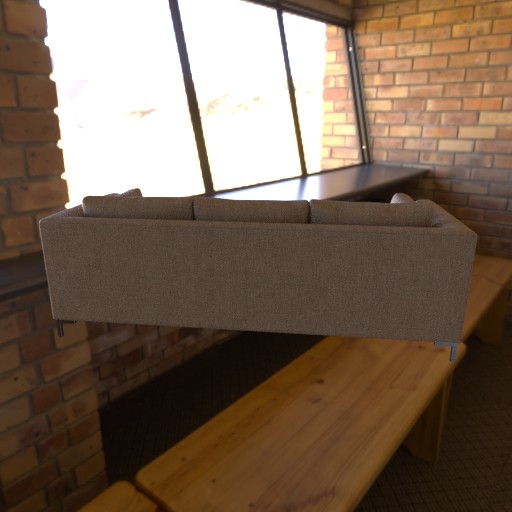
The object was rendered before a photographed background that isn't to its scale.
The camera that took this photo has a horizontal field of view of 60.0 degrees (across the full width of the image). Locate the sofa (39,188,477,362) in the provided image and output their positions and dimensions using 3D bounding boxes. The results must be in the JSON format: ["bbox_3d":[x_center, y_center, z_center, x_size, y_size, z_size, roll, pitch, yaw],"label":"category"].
[{"bbox_3d":[0.000,0.000,2.960,2.415,0.867,0.969,2,18,7],"label":"sofa"}]
